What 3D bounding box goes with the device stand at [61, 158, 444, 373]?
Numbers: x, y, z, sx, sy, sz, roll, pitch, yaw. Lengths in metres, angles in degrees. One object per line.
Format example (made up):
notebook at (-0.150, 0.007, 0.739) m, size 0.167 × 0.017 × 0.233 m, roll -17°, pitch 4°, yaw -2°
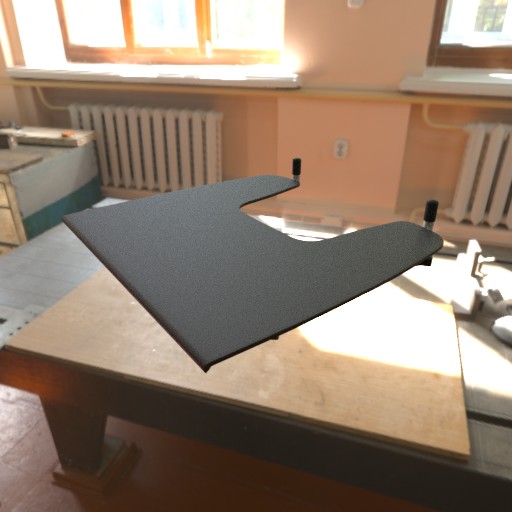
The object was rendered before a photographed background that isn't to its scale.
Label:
device stand at (0.000, 0.000, 0.356) m, size 0.230 × 0.092 × 0.230 m, roll -19°, pitch 33°, yaw -32°
